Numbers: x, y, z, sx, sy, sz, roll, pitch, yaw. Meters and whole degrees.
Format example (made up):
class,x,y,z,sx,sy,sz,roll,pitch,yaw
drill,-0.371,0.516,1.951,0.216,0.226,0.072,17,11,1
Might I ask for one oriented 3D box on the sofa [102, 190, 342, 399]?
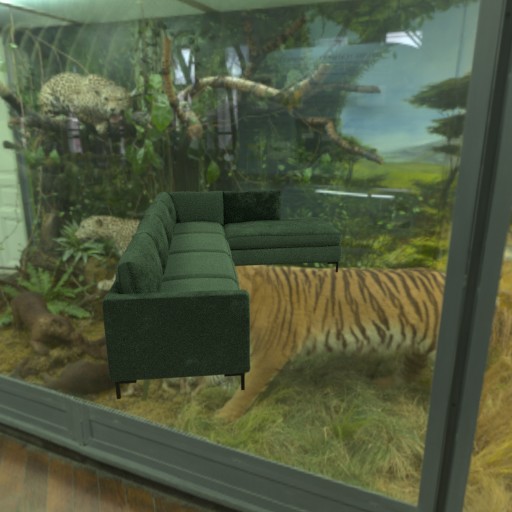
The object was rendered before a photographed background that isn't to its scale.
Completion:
class,x,y,z,sx,sy,sz,roll,pitch,yaw
sofa,0.000,0.000,3.282,1.707,0.687,2.486,-2,16,-7
